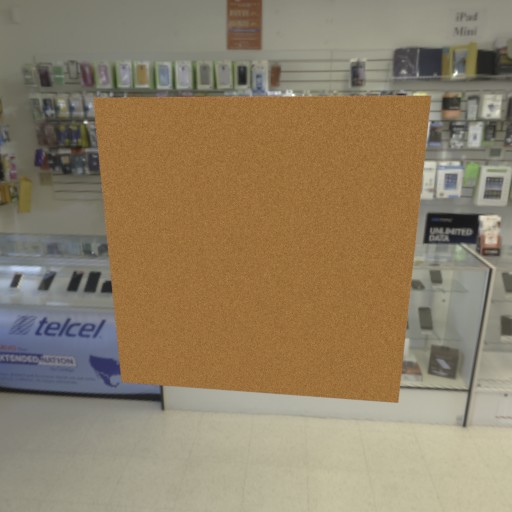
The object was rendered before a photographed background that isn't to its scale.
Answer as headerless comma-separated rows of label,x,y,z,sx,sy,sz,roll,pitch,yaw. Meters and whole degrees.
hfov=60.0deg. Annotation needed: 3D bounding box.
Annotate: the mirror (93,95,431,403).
mirror,0.000,0.000,1.191,0.804,0.804,0.061,2,17,7
